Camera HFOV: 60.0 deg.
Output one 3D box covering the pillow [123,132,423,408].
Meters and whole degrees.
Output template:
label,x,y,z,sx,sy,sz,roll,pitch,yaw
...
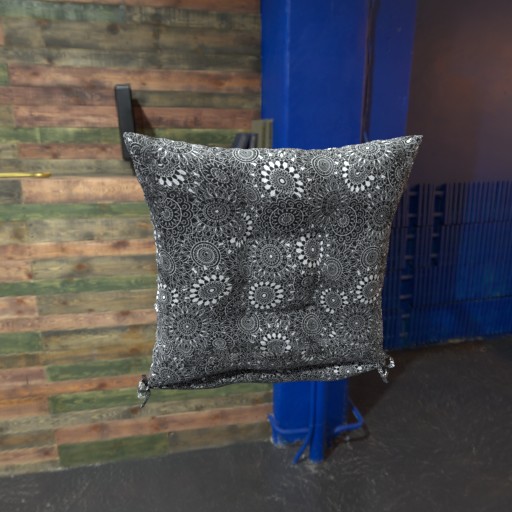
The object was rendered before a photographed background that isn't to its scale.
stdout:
label,x,y,z,sx,sy,sz,roll,pitch,yaw
pillow,0.000,0.000,1.020,0.541,0.536,0.585,-3,15,-10
